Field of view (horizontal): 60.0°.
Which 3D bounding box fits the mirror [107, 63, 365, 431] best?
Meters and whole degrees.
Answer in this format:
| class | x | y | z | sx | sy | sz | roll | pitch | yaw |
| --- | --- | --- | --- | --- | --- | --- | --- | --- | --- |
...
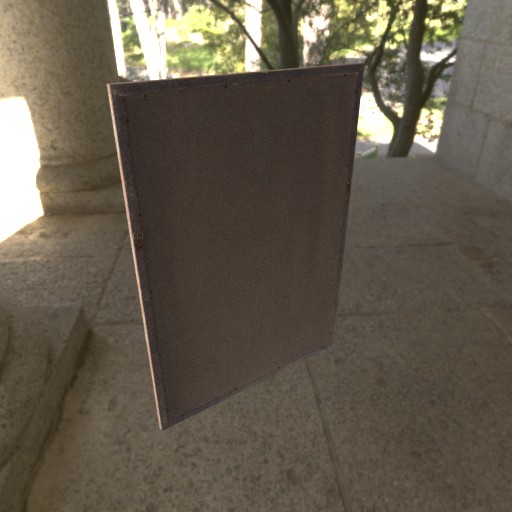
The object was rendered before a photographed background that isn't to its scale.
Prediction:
| class | x | y | z | sx | sy | sz | roll | pitch | yaw |
| --- | --- | --- | --- | --- | --- | --- | --- | --- | --- |
| mirror | 0.000 | 0.000 | 1.289 | 0.705 | 0.996 | 0.025 | -18 | 34 | -29 |
